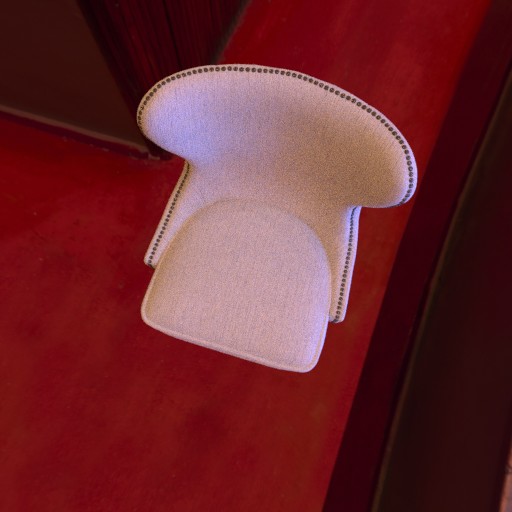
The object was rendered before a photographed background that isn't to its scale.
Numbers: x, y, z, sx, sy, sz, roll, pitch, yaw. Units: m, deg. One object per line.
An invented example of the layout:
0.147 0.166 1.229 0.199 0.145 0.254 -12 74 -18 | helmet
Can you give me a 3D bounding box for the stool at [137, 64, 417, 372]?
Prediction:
0.000 0.000 1.324 0.615 0.972 0.597 16 76 4 | stool
